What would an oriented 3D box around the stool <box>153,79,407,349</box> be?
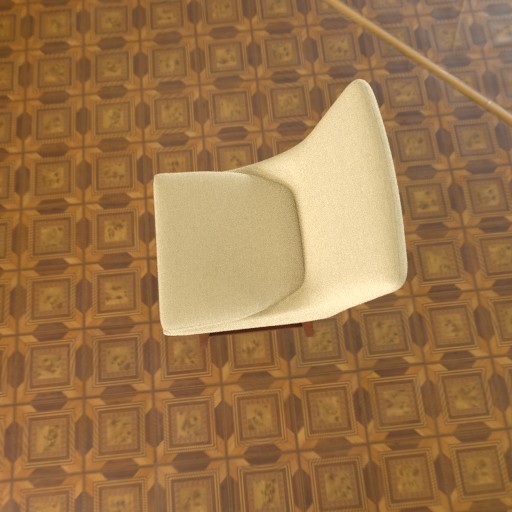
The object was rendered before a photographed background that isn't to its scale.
[{"bbox_3d":[0.000,0.000,1.381,0.559,1.097,0.470,-6,76,-1],"label":"stool"}]
